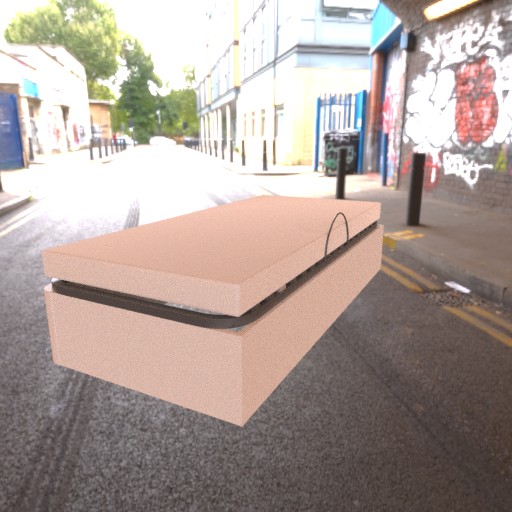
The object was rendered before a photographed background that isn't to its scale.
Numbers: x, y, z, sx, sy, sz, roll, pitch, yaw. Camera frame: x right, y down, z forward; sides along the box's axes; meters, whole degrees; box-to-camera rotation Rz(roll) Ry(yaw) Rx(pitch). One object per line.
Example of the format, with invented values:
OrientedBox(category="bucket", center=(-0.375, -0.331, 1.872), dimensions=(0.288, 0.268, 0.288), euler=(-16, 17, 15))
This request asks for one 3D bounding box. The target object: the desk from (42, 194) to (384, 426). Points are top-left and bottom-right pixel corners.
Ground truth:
OrientedBox(category="desk", center=(0.000, 0.000, 2.311), dimensions=(0.900, 0.526, 1.900), euler=(8, 17, 27))
